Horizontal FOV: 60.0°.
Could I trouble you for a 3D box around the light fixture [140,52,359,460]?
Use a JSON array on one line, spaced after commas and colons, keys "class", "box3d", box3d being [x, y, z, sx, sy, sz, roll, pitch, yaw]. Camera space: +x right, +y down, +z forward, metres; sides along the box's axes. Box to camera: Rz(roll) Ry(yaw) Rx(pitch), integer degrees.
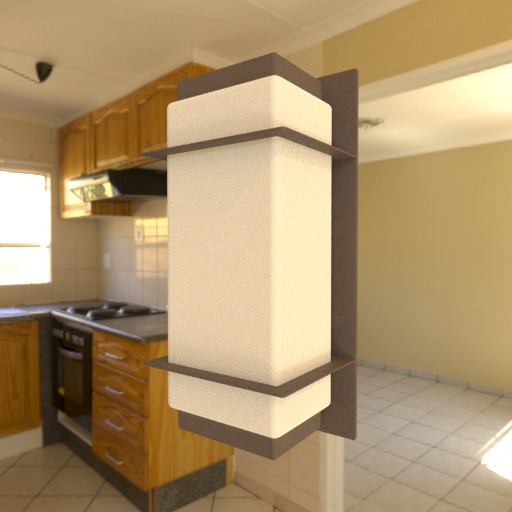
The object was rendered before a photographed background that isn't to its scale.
[{"class": "light fixture", "box3d": [0.000, 0.000, 0.413, 0.153, 0.347, 0.146, 1, 2, 36]}]
